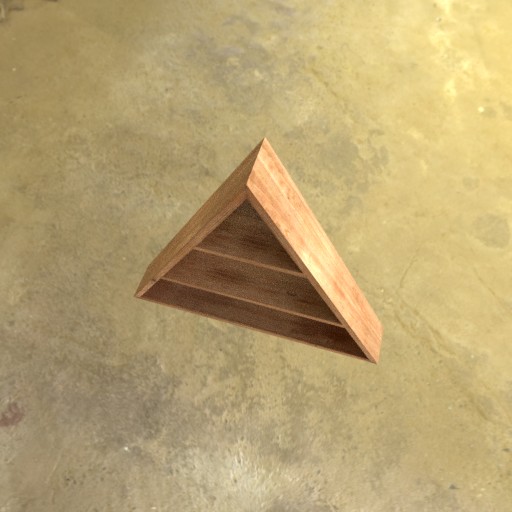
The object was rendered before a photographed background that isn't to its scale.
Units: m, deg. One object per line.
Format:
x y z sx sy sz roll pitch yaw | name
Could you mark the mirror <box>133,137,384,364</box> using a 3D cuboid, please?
0.000 0.000 0.886 0.631 0.548 0.100 14 60 8 | mirror
